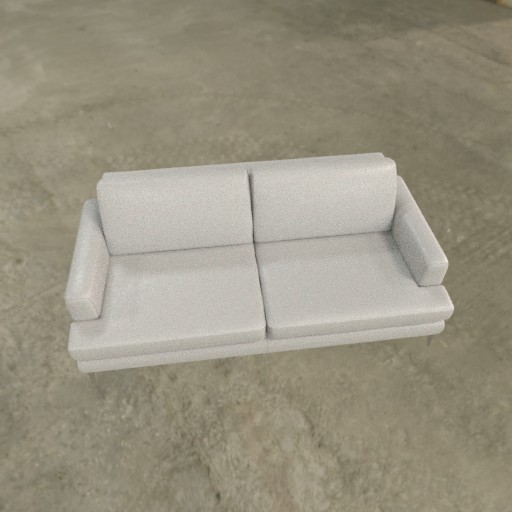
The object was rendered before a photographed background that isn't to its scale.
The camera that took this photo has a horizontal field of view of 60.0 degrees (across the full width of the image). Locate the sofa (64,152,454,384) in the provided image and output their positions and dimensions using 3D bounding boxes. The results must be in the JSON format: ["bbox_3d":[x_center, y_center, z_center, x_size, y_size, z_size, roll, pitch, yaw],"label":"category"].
[{"bbox_3d":[0.000,0.000,2.479,1.940,0.765,0.974,-5,48,-5],"label":"sofa"}]
